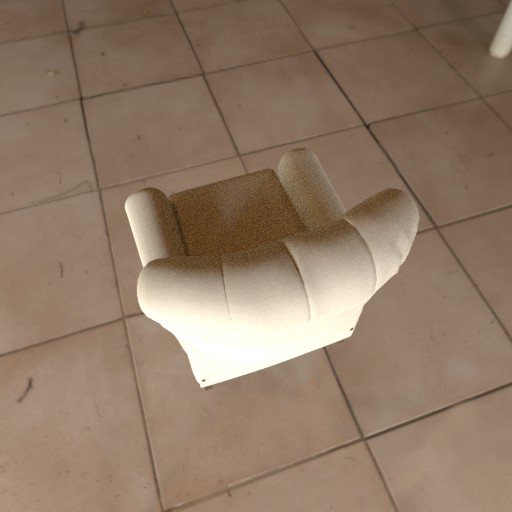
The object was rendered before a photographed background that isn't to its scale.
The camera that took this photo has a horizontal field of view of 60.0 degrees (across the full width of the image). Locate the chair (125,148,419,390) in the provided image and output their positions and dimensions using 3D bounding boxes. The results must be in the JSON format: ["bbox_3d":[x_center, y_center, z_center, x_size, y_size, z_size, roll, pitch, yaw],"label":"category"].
[{"bbox_3d":[0.000,0.000,2.057,1.035,1.169,1.132,-17,59,-10],"label":"chair"}]
